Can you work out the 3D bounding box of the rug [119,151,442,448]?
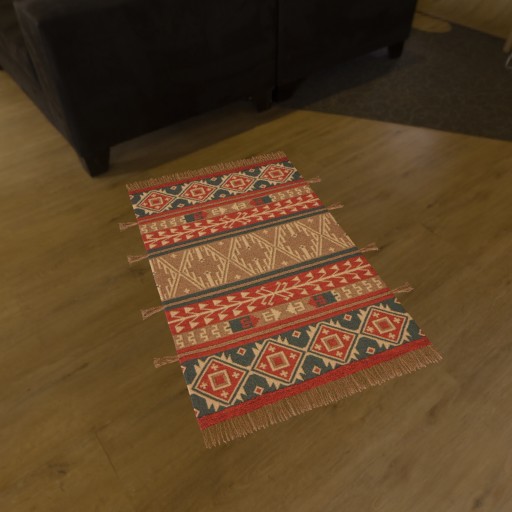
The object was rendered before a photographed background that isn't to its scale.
[{"bbox_3d":[0.000,0.000,2.694,1.469,0.040,2.025,-15,48,-15],"label":"rug"}]
